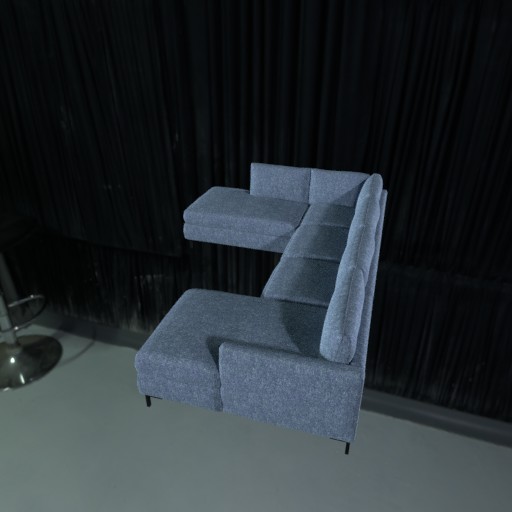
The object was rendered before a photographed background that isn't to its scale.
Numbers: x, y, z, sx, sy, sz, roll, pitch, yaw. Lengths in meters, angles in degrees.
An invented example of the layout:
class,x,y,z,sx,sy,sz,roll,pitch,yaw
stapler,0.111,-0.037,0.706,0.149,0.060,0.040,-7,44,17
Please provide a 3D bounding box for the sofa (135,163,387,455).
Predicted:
class,x,y,z,sx,sy,sz,roll,pitch,yaw
sofa,0.000,0.000,3.528,1.879,0.756,2.737,8,29,15
